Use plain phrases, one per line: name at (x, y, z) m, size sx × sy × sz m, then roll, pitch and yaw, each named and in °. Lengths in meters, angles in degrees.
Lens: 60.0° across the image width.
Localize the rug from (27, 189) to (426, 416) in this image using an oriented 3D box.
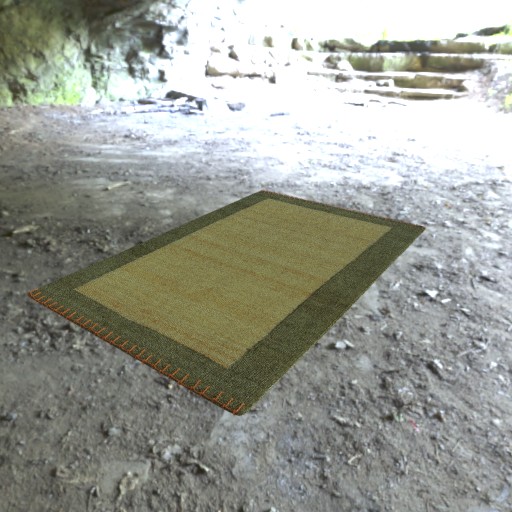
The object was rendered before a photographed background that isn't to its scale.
rug at (0.000, 0.000, 2.308) m, size 1.220 × 0.019 × 1.838 m, roll 18°, pitch 32°, yaw 32°
